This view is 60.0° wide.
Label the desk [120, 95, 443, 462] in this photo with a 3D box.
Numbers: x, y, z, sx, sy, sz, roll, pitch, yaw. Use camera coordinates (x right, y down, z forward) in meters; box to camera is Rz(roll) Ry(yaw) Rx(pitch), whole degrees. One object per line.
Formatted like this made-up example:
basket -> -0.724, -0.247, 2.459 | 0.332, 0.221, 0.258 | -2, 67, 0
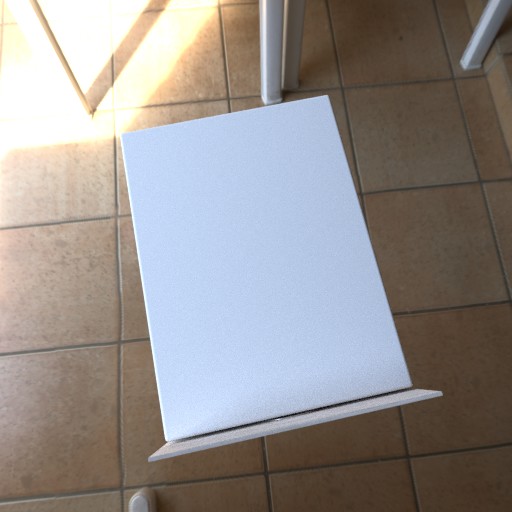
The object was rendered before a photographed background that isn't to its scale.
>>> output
desk -> 0.000, 0.000, 2.675 | 1.400, 0.800, 1.900 | -12, 76, -3
